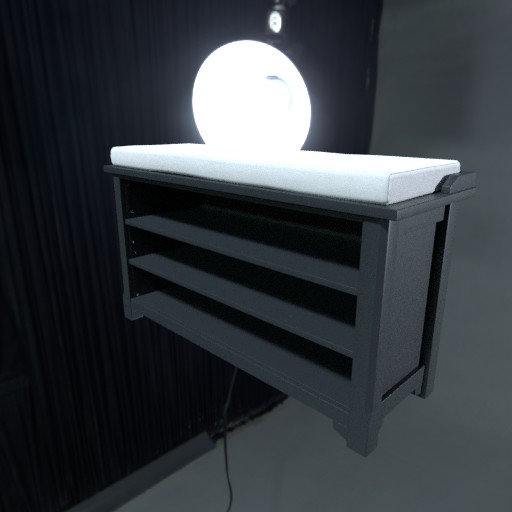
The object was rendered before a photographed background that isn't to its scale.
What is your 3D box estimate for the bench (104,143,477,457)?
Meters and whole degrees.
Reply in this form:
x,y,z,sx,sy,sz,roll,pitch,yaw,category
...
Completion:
x,y,z,sx,sy,sz,roll,pitch,yaw,category
0.000,0.000,1.211,0.973,0.561,0.345,16,24,42,bench
